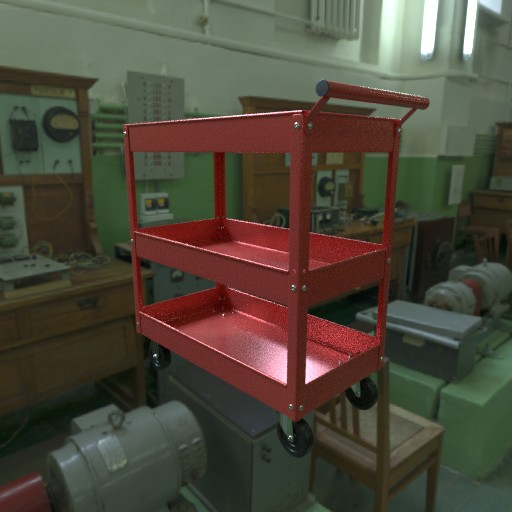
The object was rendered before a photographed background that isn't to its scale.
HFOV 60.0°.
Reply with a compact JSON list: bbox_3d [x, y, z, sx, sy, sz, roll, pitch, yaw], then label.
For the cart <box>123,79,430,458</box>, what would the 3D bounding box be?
[{"bbox_3d":[0.000,0.000,1.188,0.366,0.780,0.719,-13,18,-43],"label":"cart"}]
